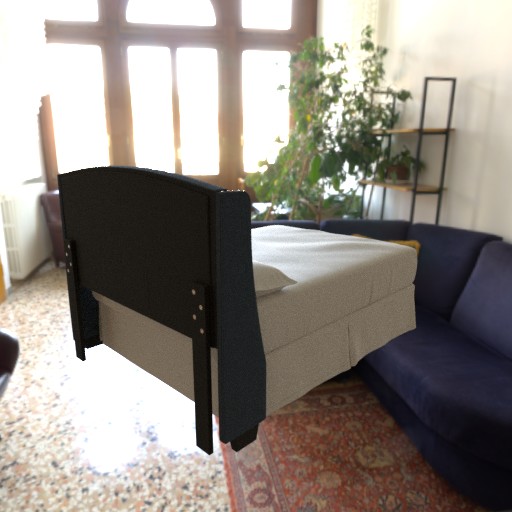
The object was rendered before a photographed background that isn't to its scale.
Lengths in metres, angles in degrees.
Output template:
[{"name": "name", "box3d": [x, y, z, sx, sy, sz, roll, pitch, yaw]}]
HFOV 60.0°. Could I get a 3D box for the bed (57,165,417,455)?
[{"name": "bed", "box3d": [0.000, 0.000, 3.360, 1.710, 1.407, 2.237, 13, 19, 43]}]
